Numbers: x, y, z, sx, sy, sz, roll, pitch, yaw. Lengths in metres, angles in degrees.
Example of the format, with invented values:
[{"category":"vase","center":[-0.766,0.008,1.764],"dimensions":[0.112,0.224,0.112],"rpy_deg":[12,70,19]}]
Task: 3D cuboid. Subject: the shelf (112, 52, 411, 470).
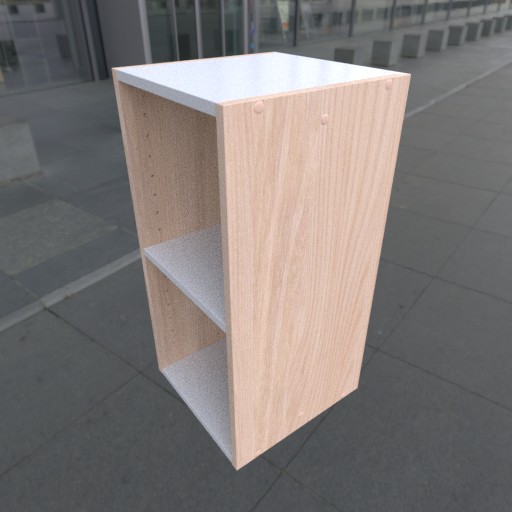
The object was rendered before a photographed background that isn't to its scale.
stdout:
[{"category":"shelf","center":[0.000,0.000,0.762],"dimensions":[0.297,0.594,0.290],"rpy_deg":[-21,37,-31]}]
